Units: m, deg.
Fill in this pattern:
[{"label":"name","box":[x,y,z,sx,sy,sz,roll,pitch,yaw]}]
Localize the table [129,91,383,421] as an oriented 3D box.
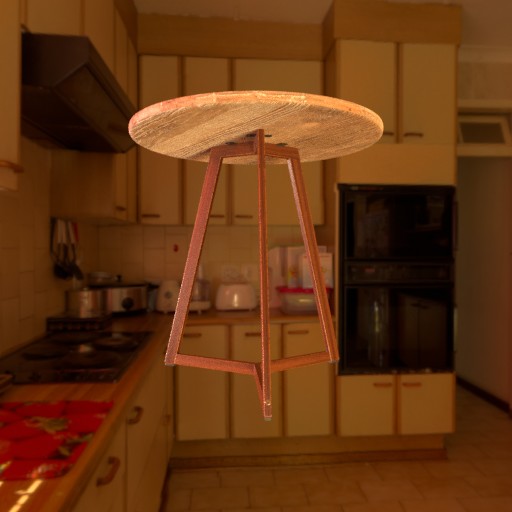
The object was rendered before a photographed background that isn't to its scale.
[{"label":"table","box":[0.000,0.000,0.910,0.500,0.500,0.500,0,1,0]}]
